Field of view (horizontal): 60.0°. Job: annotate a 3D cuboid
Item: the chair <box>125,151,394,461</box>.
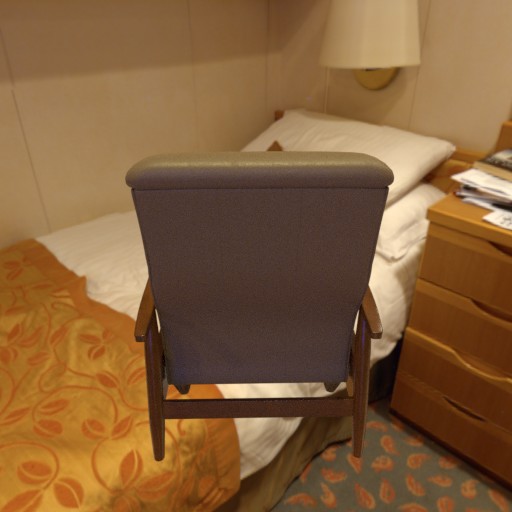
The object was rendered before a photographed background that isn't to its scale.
[{"bbox_3d":[0.000,0.000,1.704,0.762,1.082,1.014,-1,30,-1],"label":"chair"}]
